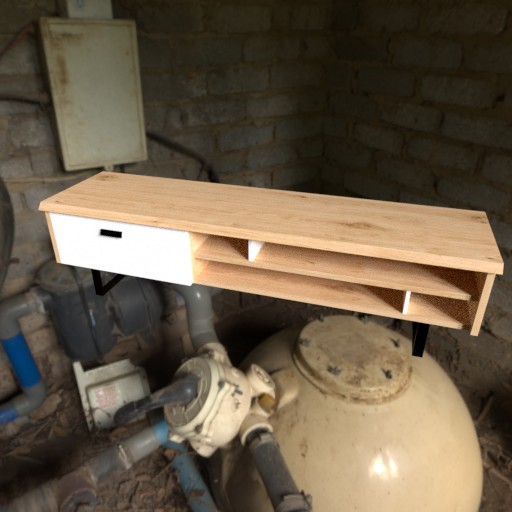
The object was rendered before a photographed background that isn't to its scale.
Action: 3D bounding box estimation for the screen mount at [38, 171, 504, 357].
[{"bbox_3d":[0.000,0.000,1.838,1.700,0.430,0.450,8,29,15],"label":"screen mount"}]
